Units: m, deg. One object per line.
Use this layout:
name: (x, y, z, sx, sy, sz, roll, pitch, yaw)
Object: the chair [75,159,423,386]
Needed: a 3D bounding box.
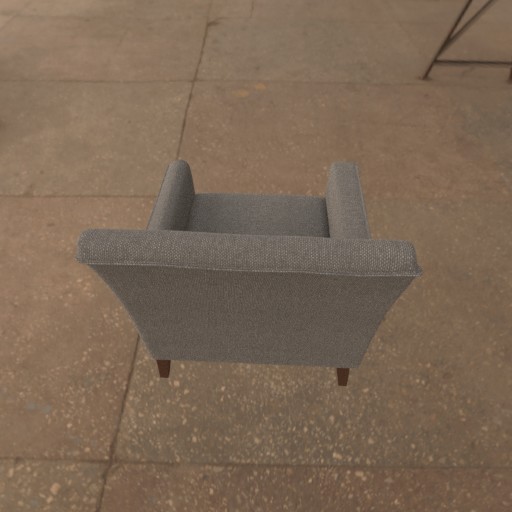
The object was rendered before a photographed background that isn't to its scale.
chair: (0.000, 0.000, 1.578, 0.780, 0.919, 0.899, 2, 46, 2)
